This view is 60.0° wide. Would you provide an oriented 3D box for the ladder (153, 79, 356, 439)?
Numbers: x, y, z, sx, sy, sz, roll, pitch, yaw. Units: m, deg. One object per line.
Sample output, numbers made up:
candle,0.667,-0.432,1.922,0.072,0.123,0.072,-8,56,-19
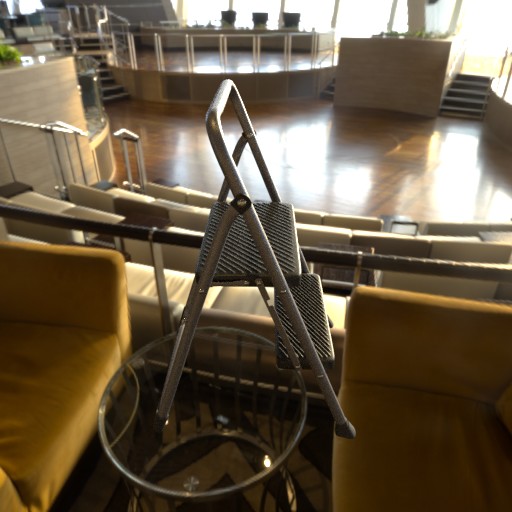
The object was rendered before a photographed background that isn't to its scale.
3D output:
ladder,0.000,0.000,1.022,0.472,0.720,0.430,1,31,1
